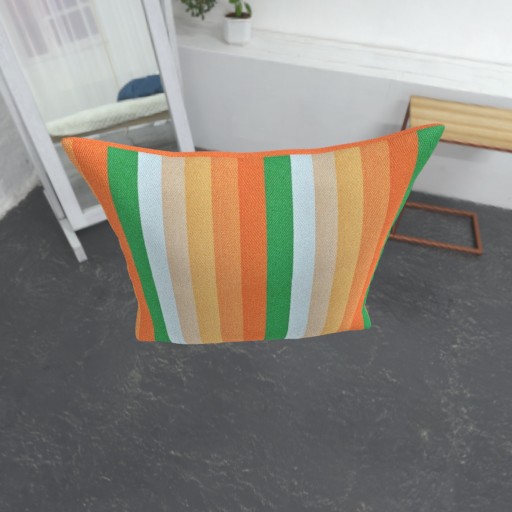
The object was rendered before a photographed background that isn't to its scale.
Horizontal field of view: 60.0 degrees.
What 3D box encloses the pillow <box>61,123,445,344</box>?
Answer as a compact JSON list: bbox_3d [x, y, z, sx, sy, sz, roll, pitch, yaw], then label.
[{"bbox_3d":[0.000,0.000,0.686,0.453,0.444,0.169,-3,49,-2],"label":"pillow"}]
